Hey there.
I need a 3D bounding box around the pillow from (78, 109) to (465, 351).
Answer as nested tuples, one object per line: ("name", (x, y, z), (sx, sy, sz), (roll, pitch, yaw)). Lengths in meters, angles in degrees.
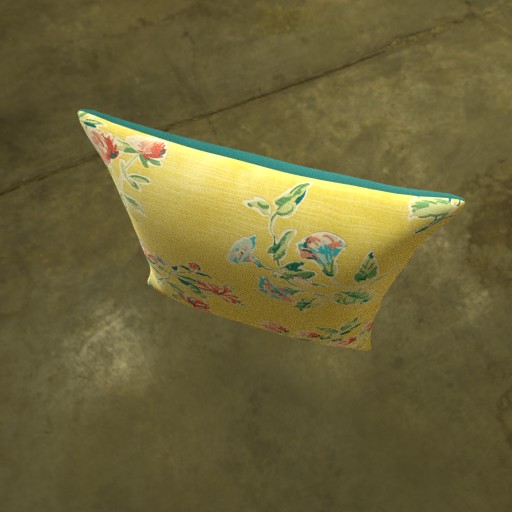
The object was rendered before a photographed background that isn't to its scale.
("pillow", (0.000, 0.000, 0.785), (0.525, 0.508, 0.166), (15, 60, 9))
